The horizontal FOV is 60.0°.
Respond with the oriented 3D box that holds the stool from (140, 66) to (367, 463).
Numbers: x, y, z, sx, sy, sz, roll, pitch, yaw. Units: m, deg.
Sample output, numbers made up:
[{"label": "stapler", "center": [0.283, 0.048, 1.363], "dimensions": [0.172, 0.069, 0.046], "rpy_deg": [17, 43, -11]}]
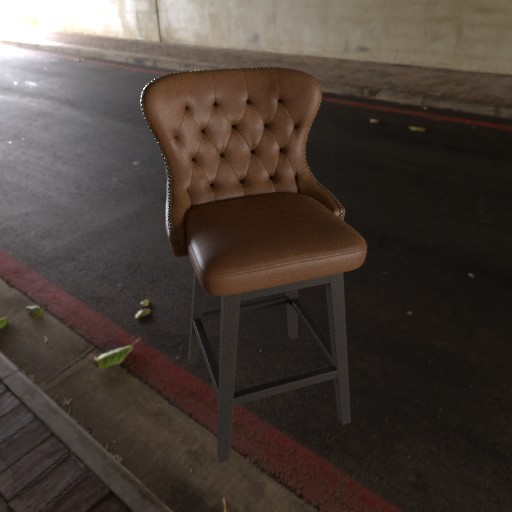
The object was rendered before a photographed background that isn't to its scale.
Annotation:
[{"label": "stool", "center": [0.000, 0.000, 1.324], "dimensions": [0.528, 0.971, 0.593], "rpy_deg": [-10, 33, -16]}]
